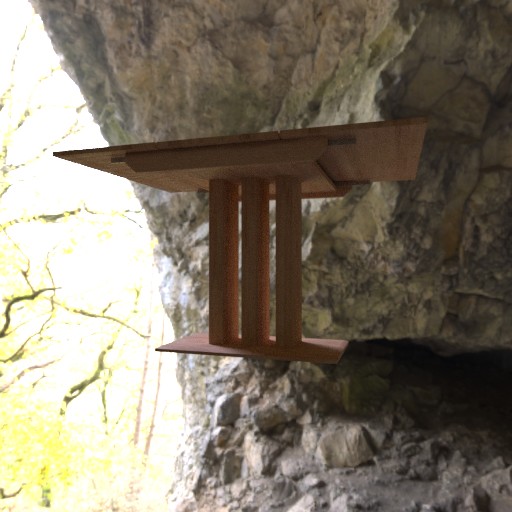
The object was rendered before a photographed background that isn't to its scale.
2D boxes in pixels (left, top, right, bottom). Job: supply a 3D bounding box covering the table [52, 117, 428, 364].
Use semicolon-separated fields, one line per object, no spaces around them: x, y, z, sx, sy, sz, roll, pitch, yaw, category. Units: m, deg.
0.000;0.000;1.868;1.300;0.770;0.900;0;-1;18;table
